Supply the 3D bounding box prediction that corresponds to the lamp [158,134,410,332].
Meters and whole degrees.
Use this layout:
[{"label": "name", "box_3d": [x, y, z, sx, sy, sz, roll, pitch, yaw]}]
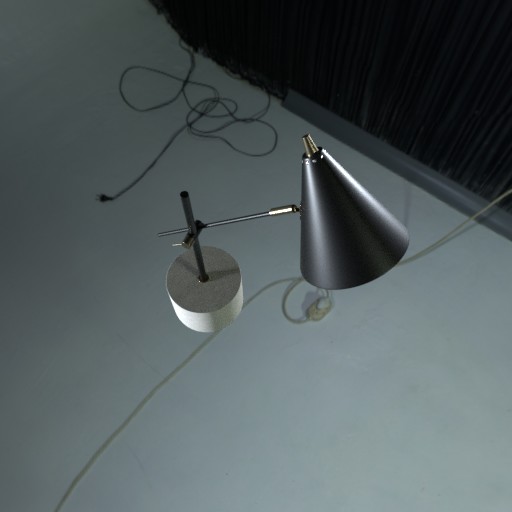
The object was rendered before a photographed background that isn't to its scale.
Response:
[{"label": "lamp", "box_3d": [0.000, 0.000, 0.734, 0.403, 0.518, 0.214, 31, 65, 16]}]
